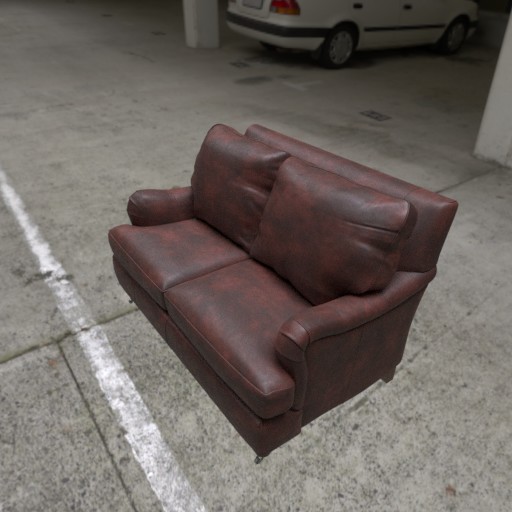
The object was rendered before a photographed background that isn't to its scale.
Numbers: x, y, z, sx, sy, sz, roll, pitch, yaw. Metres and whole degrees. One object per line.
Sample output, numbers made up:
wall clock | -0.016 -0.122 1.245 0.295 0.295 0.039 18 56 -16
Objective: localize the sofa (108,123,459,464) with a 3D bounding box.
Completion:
sofa | 0.000 0.000 2.414 1.148 1.070 1.628 -21 38 -30
